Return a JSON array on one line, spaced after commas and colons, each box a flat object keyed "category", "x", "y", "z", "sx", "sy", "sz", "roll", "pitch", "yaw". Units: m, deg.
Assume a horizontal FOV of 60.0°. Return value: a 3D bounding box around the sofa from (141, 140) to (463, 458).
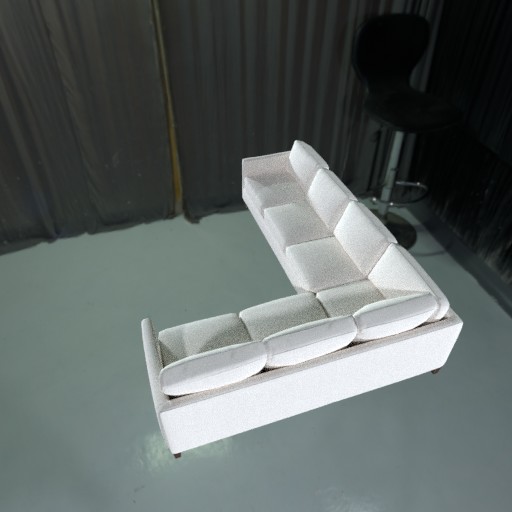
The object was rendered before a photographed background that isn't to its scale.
[{"category": "sofa", "x": 0.000, "y": 0.000, "z": 4.688, "sx": 2.593, "sy": 0.947, "sz": 3.302, "roll": -13, "pitch": 43, "yaw": -14}]
